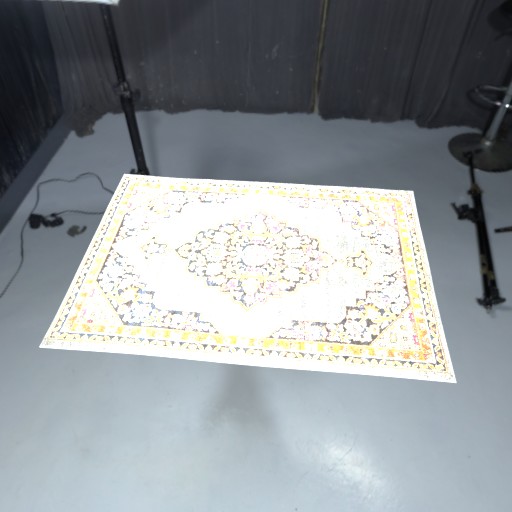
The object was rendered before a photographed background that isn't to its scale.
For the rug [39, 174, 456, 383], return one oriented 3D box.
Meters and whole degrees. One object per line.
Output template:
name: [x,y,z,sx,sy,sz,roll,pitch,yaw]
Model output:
rug: [0.000,0.000,3.742,2.901,0.026,2.043,4,47,4]
